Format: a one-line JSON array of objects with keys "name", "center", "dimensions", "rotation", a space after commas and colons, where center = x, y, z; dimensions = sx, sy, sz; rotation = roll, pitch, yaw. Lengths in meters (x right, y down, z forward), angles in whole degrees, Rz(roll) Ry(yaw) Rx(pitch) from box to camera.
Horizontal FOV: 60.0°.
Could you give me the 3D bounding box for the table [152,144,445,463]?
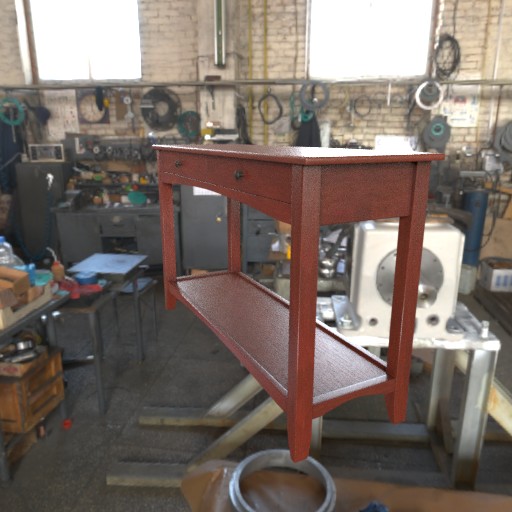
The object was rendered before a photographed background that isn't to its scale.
[{"name": "table", "center": [0.000, 0.000, 1.560], "dimensions": [0.392, 0.739, 1.188], "rotation": [-8, 17, -26]}]
